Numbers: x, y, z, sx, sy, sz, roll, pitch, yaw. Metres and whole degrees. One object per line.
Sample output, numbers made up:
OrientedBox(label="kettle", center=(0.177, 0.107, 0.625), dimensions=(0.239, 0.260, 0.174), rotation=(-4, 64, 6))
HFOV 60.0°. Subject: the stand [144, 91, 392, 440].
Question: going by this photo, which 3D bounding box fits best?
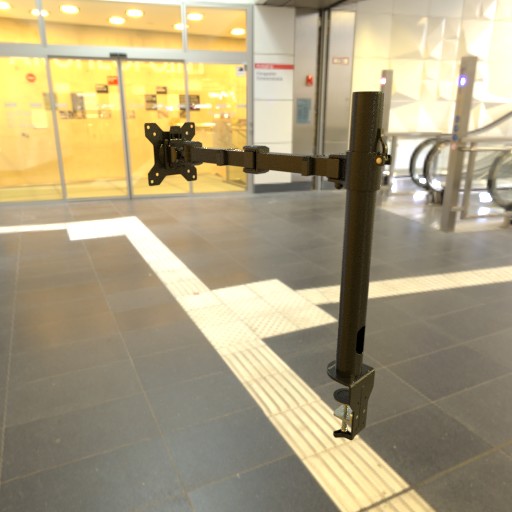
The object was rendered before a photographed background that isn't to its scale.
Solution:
OrientedBox(label="stand", center=(0.000, 0.000, 0.752), dimensions=(0.456, 0.510, 0.115), rotation=(17, 24, 42))
